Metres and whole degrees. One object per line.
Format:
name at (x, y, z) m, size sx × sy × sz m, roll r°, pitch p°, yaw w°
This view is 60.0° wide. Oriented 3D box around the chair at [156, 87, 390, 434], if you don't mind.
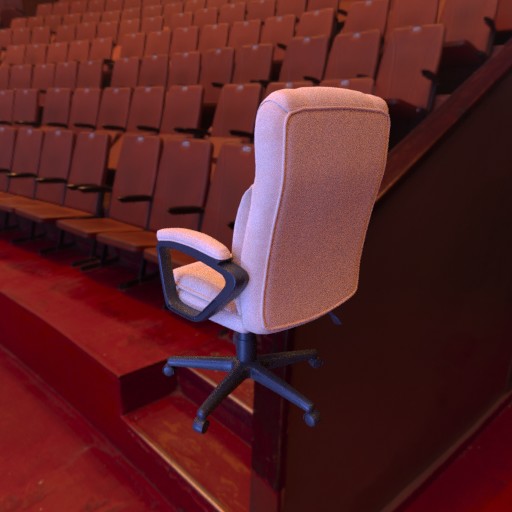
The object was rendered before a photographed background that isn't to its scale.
chair at (0.000, 0.000, 1.593) m, size 0.667 × 1.105 × 0.724 m, roll -15°, pitch 23°, yaw -41°
